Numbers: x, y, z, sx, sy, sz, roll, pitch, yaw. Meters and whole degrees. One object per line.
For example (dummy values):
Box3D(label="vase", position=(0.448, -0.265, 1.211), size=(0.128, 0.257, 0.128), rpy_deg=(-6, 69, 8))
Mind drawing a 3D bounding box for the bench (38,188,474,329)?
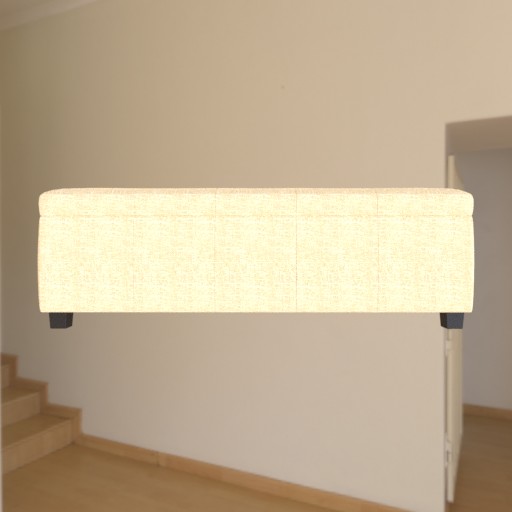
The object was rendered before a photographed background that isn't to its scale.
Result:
Box3D(label="bench", position=(0.000, 0.000, 1.441), size=(1.219, 0.406, 0.432), rpy_deg=(0, 0, 0))
